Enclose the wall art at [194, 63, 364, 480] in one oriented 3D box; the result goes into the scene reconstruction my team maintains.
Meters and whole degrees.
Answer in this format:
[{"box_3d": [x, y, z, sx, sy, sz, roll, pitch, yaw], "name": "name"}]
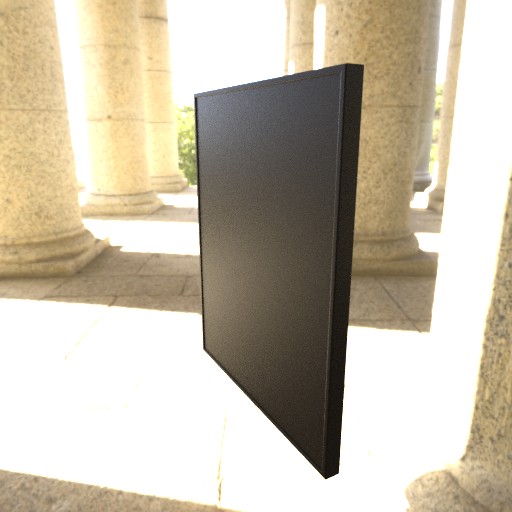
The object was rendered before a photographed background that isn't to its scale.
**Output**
[{"box_3d": [0.000, 0.000, 0.754, 0.028, 0.551, 0.451, -9, 18, -28], "name": "wall art"}]
